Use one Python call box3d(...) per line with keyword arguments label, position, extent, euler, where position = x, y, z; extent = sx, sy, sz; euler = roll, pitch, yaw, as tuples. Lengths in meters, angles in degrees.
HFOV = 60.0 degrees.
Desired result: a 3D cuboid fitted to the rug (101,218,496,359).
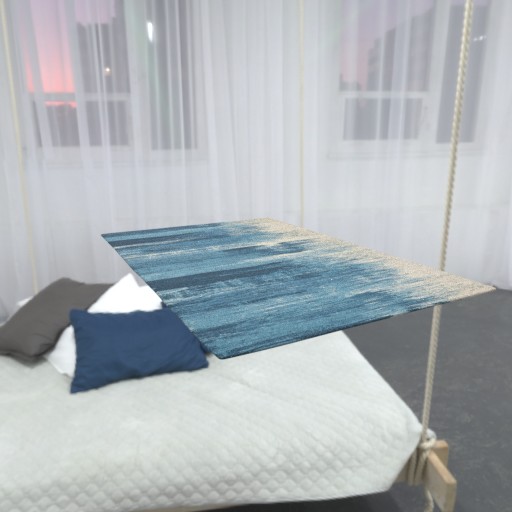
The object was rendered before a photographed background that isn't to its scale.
box3d(label="rug", position=(0.000, 0.000, 2.276), extent=(1.232, 0.009, 1.836), euler=(-8, 17, -28))
